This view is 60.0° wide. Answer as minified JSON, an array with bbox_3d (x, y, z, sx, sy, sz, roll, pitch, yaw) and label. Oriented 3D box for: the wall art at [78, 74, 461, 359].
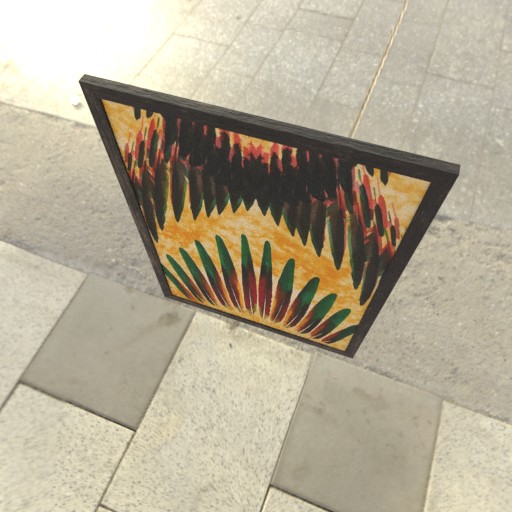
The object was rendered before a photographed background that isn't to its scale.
[{"bbox_3d":[0.000,0.000,1.358,0.812,1.066,0.029,17,60,10],"label":"wall art"}]
